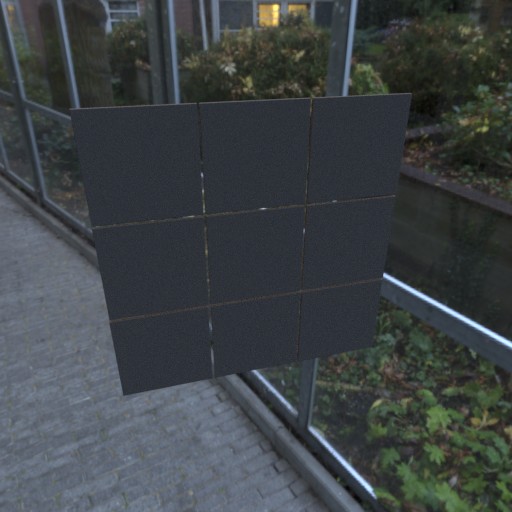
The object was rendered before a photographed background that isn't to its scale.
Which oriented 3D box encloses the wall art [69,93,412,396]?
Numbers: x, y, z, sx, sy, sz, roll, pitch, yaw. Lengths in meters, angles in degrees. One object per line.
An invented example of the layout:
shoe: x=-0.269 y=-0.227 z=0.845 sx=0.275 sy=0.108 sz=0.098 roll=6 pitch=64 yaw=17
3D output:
wall art: x=0.000 y=0.000 z=1.814 sx=1.216 sy=1.216 sz=0.013 roll=-8 pitch=29 yaw=-14
